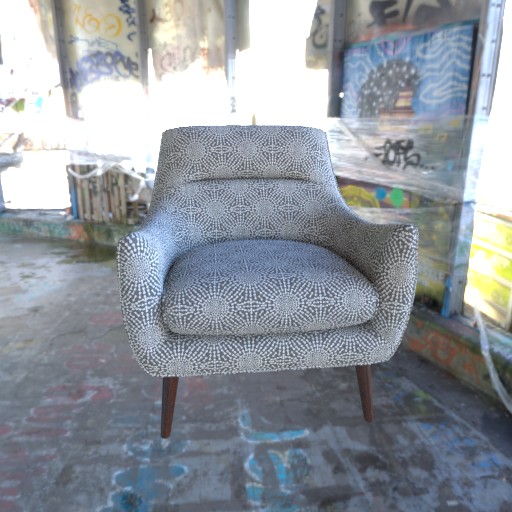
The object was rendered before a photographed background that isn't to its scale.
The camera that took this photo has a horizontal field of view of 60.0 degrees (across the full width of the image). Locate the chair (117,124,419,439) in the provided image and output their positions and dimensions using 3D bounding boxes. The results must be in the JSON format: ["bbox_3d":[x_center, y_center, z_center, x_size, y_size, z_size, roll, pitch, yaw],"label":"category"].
[{"bbox_3d":[0.000,0.000,1.473,0.762,0.838,0.787,-2,16,-7],"label":"chair"}]
